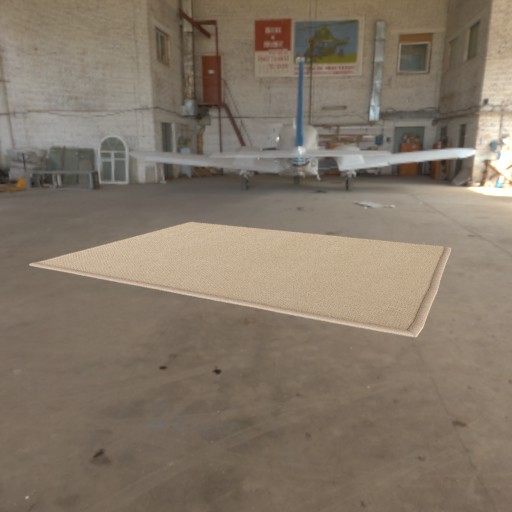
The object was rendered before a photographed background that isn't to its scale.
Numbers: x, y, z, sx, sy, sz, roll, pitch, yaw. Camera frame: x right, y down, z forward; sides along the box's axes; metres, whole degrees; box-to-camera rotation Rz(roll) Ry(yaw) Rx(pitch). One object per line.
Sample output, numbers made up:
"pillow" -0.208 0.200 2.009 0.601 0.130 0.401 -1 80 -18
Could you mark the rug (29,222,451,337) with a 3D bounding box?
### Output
"rug" 0.000 0.000 2.671 2.081 0.020 1.525 7 16 26
